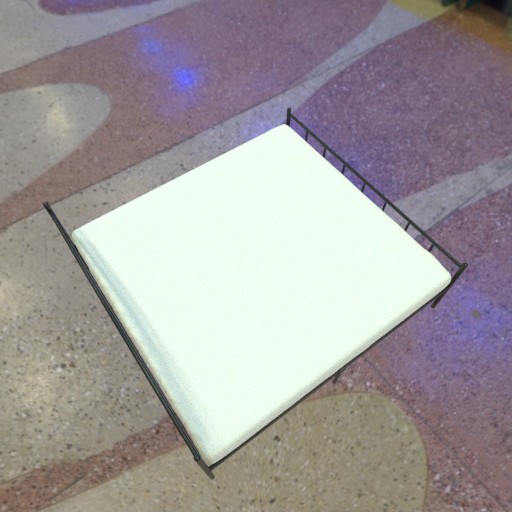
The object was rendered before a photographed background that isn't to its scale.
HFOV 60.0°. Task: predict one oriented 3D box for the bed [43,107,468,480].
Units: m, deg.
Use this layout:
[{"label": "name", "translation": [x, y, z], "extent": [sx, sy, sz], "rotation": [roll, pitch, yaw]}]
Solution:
[{"label": "bed", "translation": [0.000, 0.000, 3.083], "extent": [2.040, 0.940, 1.880], "rotation": [-31, 63, -18]}]
